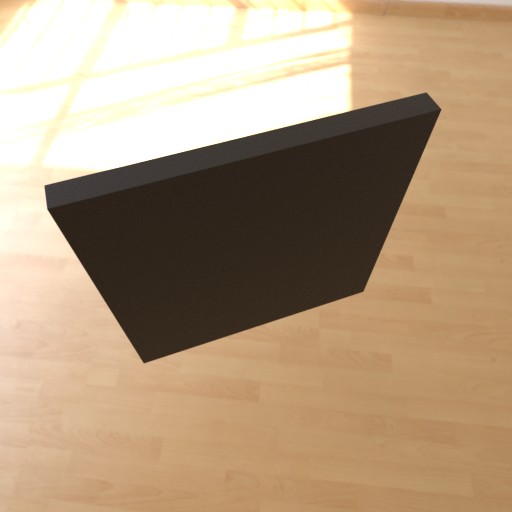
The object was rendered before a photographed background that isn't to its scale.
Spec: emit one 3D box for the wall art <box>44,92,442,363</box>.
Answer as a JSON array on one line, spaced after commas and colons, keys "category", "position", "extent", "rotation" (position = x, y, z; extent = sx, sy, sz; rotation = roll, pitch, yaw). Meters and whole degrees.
[{"category": "wall art", "position": [0.000, 0.000, 0.762], "extent": [0.507, 0.507, 0.038], "rotation": [-17, 59, -10]}]
